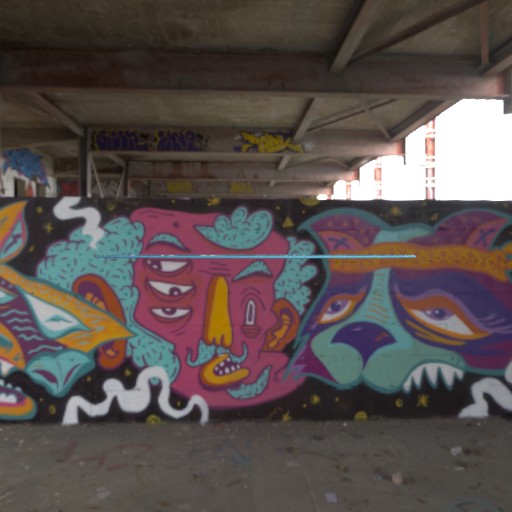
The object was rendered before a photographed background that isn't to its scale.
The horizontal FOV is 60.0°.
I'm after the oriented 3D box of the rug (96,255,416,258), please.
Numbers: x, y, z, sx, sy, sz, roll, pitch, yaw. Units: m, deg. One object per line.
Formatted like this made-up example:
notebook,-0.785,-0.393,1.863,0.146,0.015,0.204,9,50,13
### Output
rug,0.000,0.000,2.346,1.593,0.012,1.593,0,0,0
